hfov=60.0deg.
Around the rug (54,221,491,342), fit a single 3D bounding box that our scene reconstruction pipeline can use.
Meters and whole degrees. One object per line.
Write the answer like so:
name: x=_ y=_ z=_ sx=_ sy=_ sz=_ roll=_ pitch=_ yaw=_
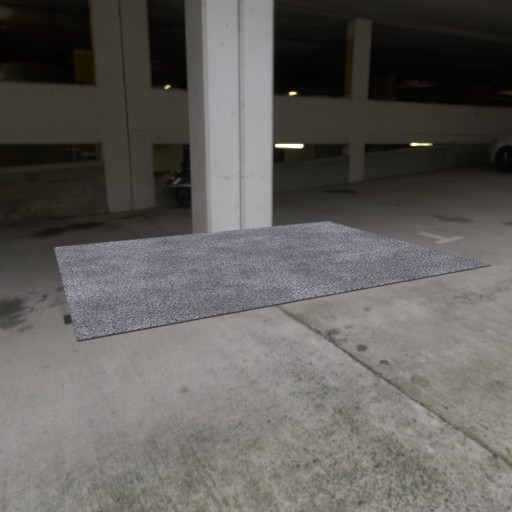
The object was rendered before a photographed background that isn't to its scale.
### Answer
rug: x=0.000 y=0.000 z=2.766 sx=2.235 sy=0.008 sz=1.600 roll=-7 pitch=16 yaw=-26
